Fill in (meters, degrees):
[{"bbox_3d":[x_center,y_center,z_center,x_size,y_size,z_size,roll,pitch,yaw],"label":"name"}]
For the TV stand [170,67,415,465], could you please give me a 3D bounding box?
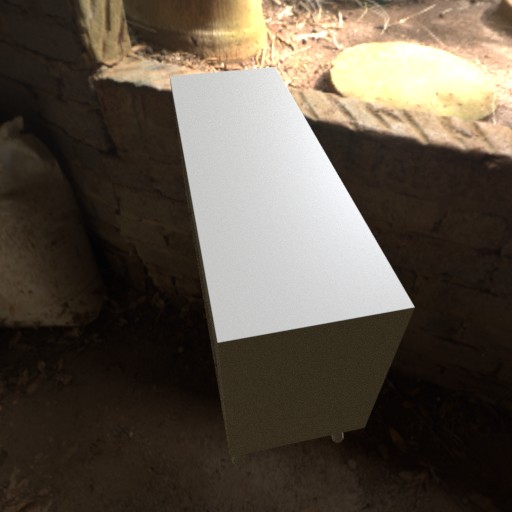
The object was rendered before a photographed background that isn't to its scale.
[{"bbox_3d":[0.000,0.000,1.568,0.406,0.812,1.193,-9,46,-8],"label":"TV stand"}]
